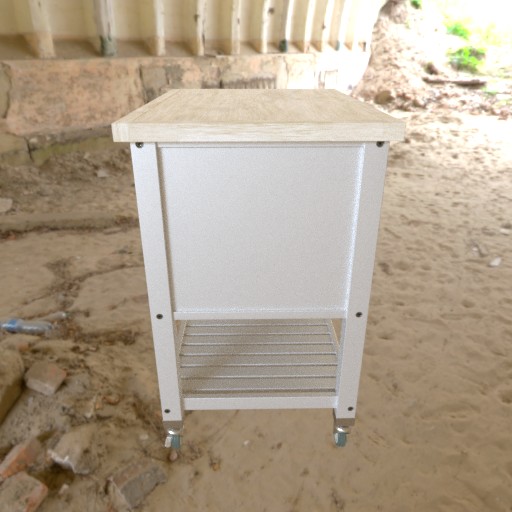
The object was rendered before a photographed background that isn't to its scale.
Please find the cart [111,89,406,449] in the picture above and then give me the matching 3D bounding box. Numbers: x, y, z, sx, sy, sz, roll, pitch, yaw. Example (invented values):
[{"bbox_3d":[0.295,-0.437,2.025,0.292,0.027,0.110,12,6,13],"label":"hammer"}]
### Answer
[{"bbox_3d":[0.000,0.000,1.378,0.559,0.914,0.762,0,25,-1],"label":"cart"}]
